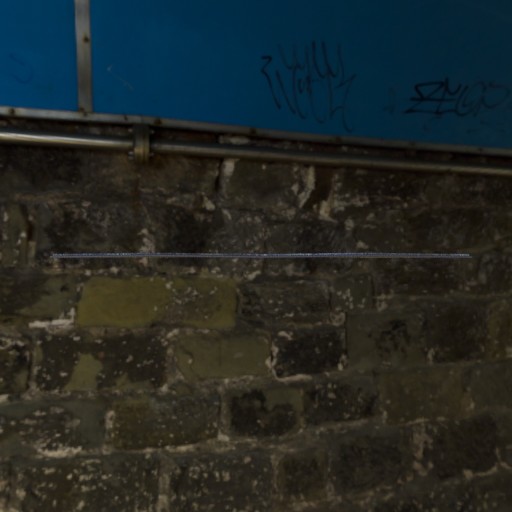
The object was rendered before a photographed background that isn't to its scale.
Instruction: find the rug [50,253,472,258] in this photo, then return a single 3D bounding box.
[{"bbox_3d":[0.000,0.000,4.643,2.716,0.035,3.612,0,0,-1],"label":"rug"}]
